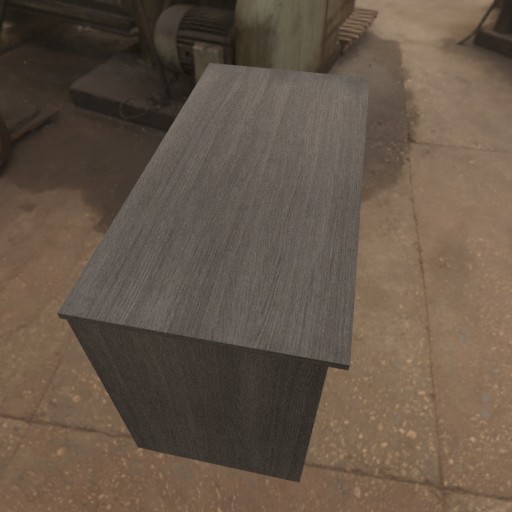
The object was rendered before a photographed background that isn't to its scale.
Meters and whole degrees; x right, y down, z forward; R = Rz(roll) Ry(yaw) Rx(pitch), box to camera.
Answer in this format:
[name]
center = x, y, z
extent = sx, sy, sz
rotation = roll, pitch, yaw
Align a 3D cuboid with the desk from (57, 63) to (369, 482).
[desk]
center = 0.000, 0.000, 1.449
extent = 0.560, 0.735, 1.097
rotation = 9, 48, 8
